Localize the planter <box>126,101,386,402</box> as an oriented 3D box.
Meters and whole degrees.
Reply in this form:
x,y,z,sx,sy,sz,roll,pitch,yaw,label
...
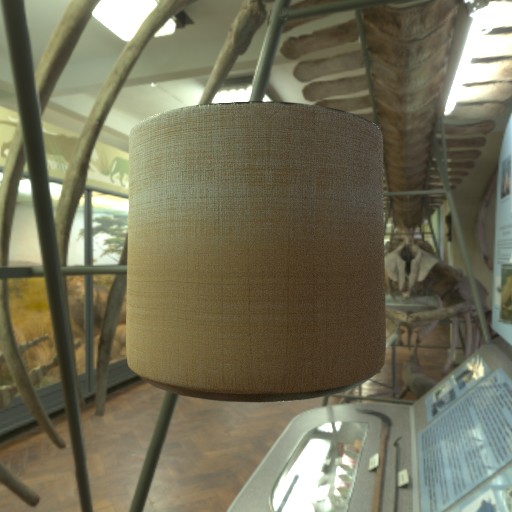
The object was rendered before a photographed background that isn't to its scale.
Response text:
x,y,z,sx,sy,sz,roll,pitch,yaw,label
0.000,0.000,0.393,0.221,0.201,0.221,0,0,0,planter
